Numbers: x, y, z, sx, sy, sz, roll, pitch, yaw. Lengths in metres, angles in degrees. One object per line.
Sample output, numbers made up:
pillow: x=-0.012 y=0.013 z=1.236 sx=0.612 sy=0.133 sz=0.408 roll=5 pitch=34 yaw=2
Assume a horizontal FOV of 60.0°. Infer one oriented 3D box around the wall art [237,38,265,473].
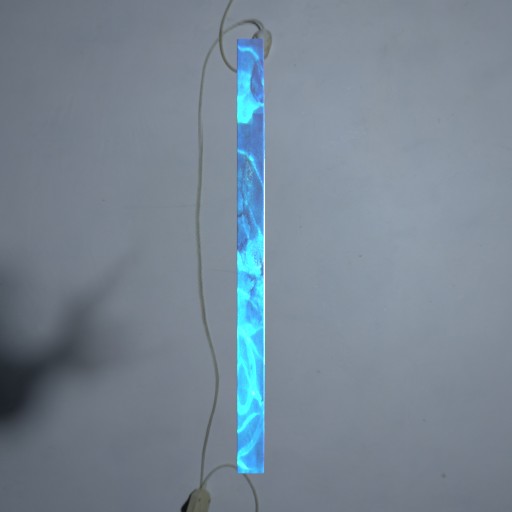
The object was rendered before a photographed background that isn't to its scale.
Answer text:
wall art: x=0.000 y=0.000 z=1.001 sx=0.038 sy=0.760 sz=0.609 roll=0 pitch=90 yaw=1
